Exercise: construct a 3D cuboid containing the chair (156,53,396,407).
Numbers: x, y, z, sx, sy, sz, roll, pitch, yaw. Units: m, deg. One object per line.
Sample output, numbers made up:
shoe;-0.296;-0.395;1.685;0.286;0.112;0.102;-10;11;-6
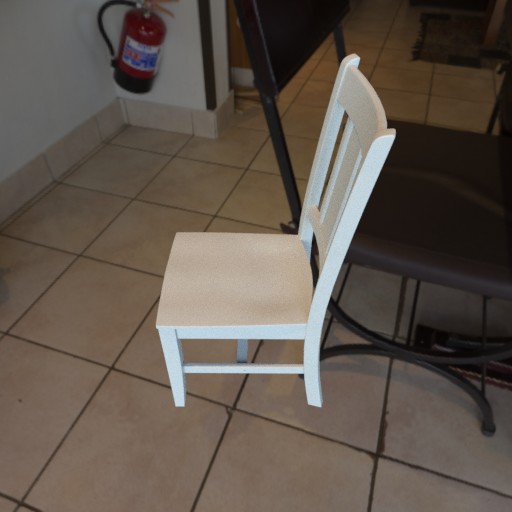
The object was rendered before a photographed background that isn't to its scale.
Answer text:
chair;0.000;0.000;1.305;0.555;0.998;0.450;0;42;0
